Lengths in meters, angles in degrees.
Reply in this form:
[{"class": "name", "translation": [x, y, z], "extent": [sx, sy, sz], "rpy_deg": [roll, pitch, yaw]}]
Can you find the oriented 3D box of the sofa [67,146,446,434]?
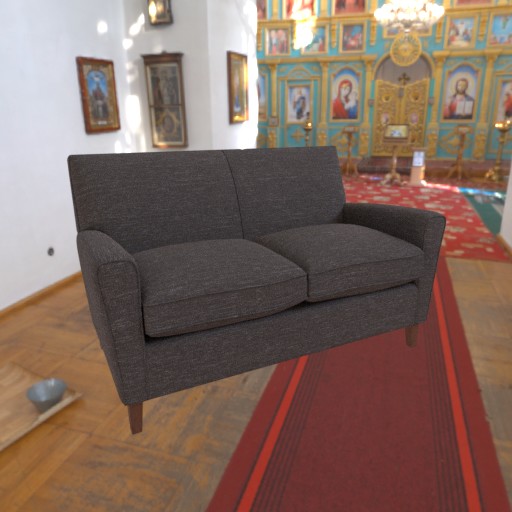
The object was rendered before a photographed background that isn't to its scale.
[{"class": "sofa", "translation": [0.000, 0.000, 2.032], "extent": [1.509, 0.905, 0.867], "rpy_deg": [-9, 19, -26]}]
